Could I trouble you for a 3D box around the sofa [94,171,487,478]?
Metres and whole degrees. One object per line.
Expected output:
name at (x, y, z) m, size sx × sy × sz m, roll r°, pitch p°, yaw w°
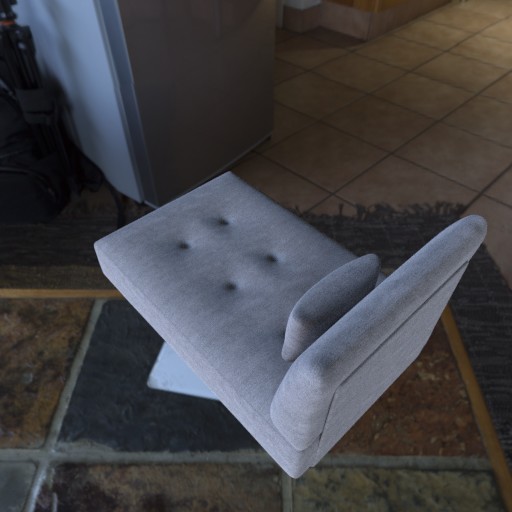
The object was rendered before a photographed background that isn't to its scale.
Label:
sofa at (0.000, 0.000, 1.964) m, size 0.930 × 0.820 × 1.450 m, roll -34°, pitch 55°, yaw -28°
